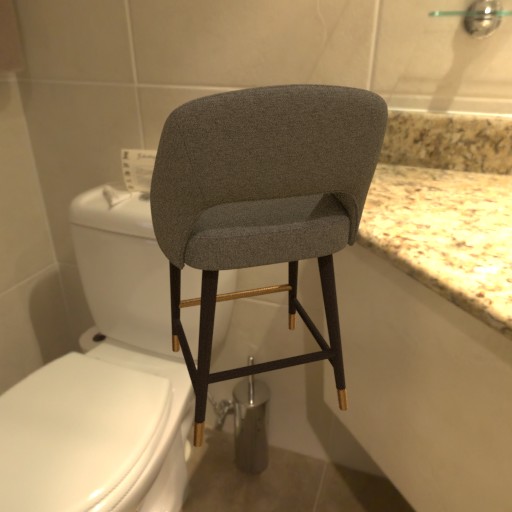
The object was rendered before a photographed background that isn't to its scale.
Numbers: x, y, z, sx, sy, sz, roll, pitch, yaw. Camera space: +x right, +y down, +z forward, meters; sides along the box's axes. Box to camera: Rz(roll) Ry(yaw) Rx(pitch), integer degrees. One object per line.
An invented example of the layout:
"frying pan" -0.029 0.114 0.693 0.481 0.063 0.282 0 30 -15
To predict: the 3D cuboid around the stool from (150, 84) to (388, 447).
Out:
"stool" 0.000 0.000 1.217 0.536 0.925 0.524 -8 28 -15
